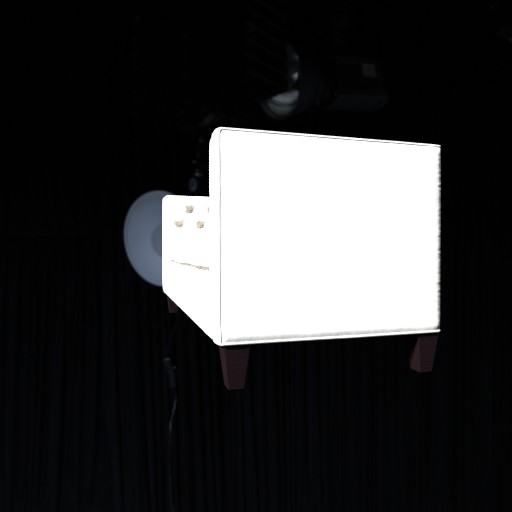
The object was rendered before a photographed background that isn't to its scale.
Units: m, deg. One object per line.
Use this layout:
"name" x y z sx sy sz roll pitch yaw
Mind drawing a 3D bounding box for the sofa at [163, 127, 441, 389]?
"sofa" 0.000 0.000 2.216 0.775 0.762 1.778 0 1 -17
